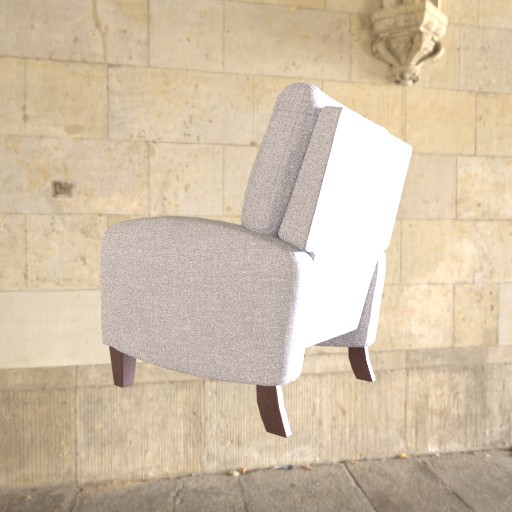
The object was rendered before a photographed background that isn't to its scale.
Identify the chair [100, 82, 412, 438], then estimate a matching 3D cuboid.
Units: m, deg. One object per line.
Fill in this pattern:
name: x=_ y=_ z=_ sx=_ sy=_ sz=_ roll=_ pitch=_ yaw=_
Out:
chair: x=0.000 y=0.000 z=1.687 sx=0.990 sy=0.990 sz=0.762 roll=1 pitch=2 yaw=36
